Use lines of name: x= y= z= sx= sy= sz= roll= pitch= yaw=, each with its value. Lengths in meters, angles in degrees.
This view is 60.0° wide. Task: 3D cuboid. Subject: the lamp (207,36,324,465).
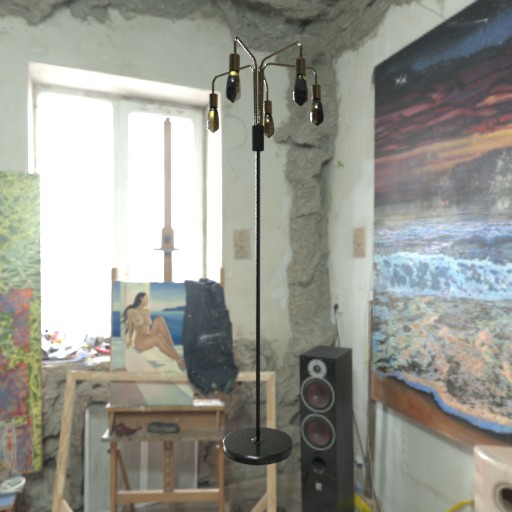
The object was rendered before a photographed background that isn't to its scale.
lamp: x=0.000 y=0.000 z=1.966 sx=0.599 sy=1.721 sz=0.572 roll=0 pitch=1 yaw=37
